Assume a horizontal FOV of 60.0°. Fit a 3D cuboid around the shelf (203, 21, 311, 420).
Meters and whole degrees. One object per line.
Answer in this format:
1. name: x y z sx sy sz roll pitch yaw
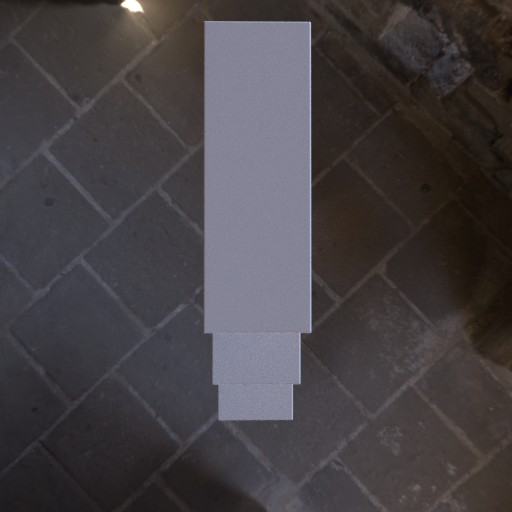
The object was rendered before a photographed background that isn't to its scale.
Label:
1. shelf: 0.000 0.000 0.721 0.140 0.293 0.610 0 89 -1
